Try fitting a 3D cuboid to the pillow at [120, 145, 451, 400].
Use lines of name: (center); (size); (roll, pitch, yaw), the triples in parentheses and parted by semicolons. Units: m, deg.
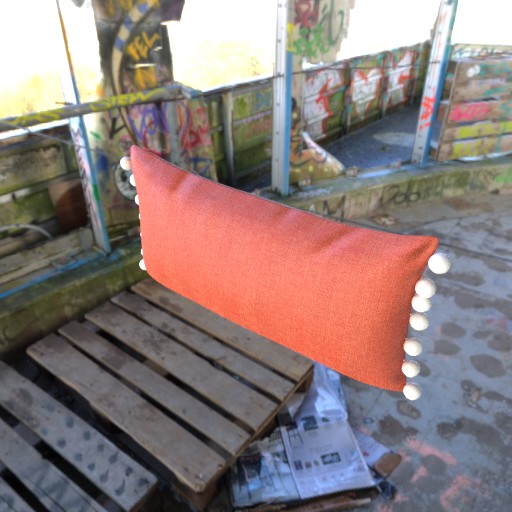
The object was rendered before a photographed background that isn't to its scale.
pillow: (0.000, 0.000, 0.862); (0.709, 0.322, 0.201); (21, 37, 31)
